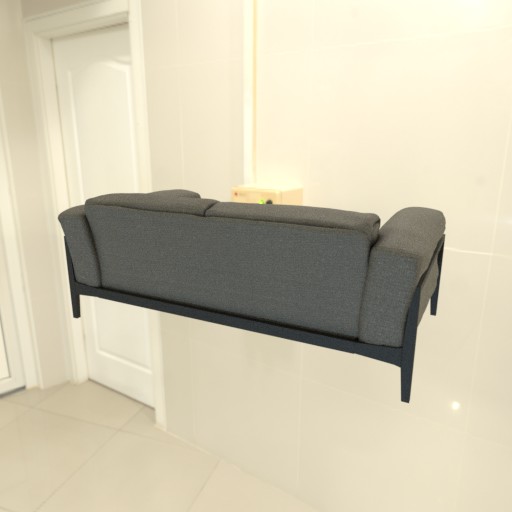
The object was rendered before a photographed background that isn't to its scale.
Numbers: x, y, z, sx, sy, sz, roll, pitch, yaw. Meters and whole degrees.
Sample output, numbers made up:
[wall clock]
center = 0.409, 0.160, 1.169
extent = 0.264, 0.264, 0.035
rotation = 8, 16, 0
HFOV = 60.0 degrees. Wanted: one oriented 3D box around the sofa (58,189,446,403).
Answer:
[sofa]
center = 0.000, 0.000, 2.222
extent = 1.690, 0.656, 0.960
rotation = 8, 17, 26
